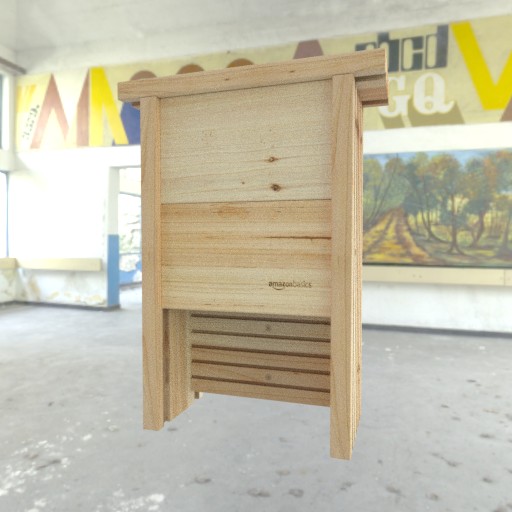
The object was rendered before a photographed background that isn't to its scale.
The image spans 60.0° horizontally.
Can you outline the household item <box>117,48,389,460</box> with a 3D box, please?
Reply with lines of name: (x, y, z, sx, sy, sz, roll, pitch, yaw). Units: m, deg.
household item: (0.000, 0.000, 0.536, 0.301, 0.407, 0.123, 1, 2, 18)
